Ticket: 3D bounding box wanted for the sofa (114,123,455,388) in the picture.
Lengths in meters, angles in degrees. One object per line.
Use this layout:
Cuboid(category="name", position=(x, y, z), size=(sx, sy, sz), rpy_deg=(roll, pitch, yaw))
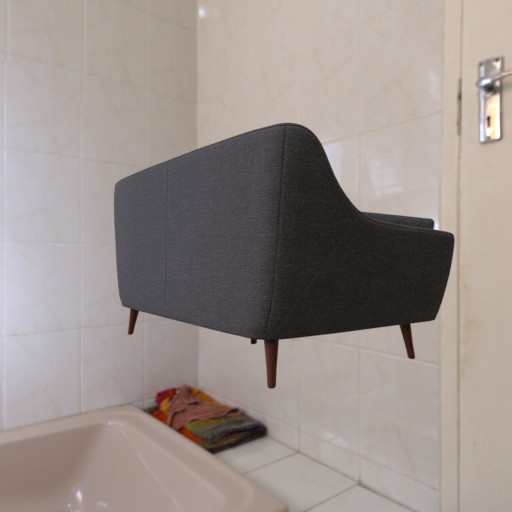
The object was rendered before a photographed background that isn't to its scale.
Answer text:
Cuboid(category="sofa", position=(0.000, 0.000, 2.241), size=(0.976, 0.887, 1.646), rpy_deg=(0, 0, -37))
